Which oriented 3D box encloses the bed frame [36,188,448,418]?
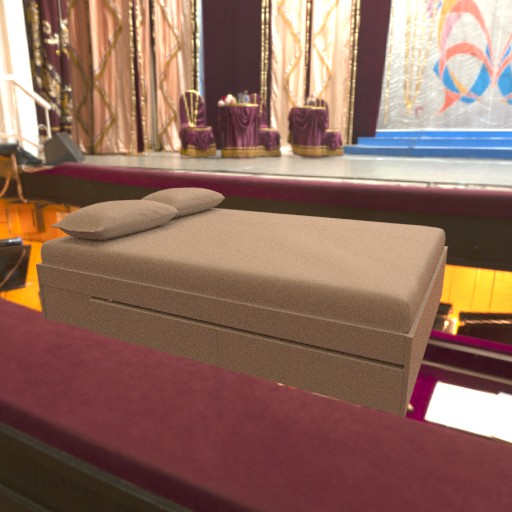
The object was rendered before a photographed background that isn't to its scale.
[{"bbox_3d":[0.000,0.000,2.576,1.950,0.629,1.450,8,17,26],"label":"bed frame"}]
